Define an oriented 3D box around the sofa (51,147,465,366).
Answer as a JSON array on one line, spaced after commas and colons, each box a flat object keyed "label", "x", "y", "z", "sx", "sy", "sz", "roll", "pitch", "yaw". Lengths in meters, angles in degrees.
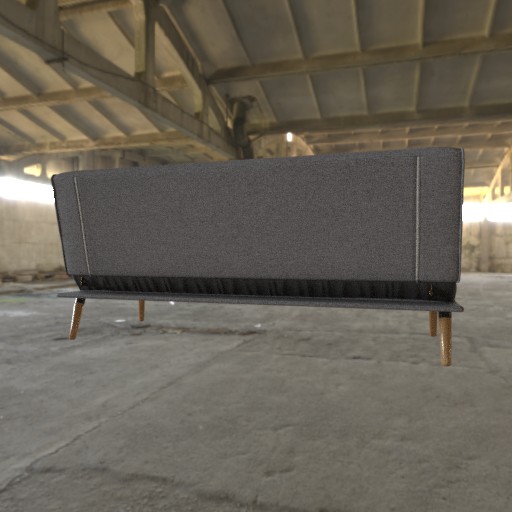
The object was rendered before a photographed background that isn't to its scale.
[{"label": "sofa", "x": 0.000, "y": 0.000, "z": 2.232, "sx": 1.820, "sy": 0.830, "sz": 0.810, "roll": 0, "pitch": 0, "yaw": 17}]
